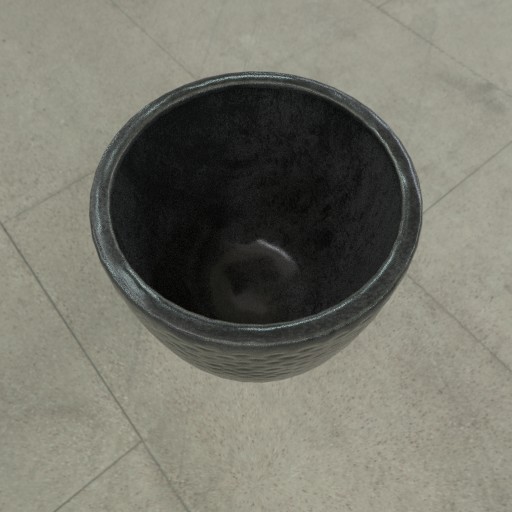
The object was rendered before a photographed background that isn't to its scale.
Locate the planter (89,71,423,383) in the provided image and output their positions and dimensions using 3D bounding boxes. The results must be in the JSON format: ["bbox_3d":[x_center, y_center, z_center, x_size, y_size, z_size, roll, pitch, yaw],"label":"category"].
[{"bbox_3d":[0.000,0.000,0.298,0.172,0.160,0.172,0,63,0],"label":"planter"}]
